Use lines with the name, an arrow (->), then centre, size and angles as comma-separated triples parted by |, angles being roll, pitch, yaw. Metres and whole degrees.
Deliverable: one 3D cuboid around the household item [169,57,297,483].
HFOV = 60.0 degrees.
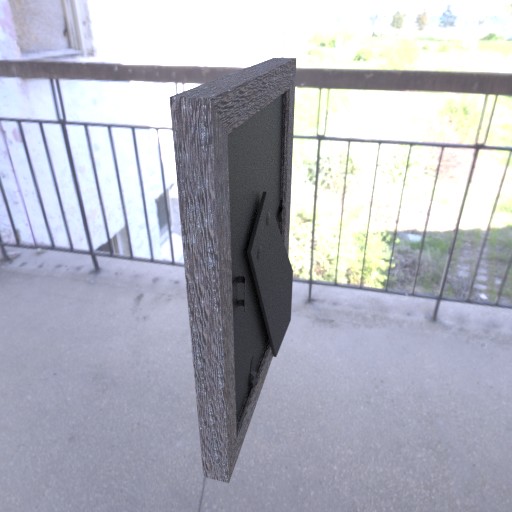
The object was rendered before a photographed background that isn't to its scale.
household item -> 0.000, 0.000, 0.272 | 0.020, 0.210, 0.160 | 7, 30, 13
